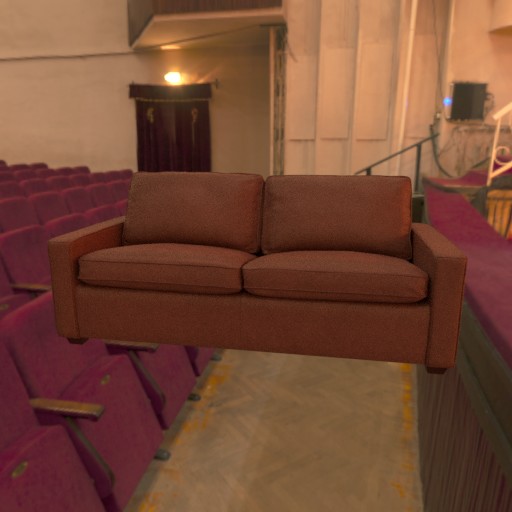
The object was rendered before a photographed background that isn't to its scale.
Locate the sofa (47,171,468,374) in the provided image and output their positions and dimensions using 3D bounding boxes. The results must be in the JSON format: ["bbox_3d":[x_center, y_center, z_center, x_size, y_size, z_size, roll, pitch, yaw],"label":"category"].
[{"bbox_3d":[0.000,0.000,2.563,2.080,0.919,0.940,2,14,10],"label":"sofa"}]
